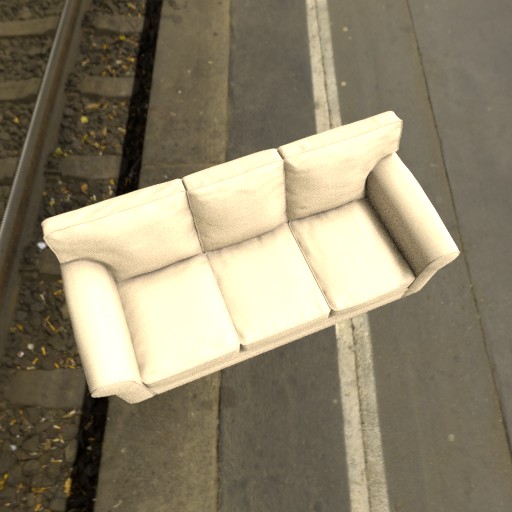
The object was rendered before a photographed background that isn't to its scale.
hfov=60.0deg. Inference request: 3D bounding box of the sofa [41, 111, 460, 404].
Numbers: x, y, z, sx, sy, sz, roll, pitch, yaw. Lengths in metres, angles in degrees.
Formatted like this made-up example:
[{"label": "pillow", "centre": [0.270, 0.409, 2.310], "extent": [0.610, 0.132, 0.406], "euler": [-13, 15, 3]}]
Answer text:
[{"label": "sofa", "centre": [0.000, 0.000, 2.626], "extent": [2.118, 0.889, 0.998], "euler": [-20, 65, -10]}]
